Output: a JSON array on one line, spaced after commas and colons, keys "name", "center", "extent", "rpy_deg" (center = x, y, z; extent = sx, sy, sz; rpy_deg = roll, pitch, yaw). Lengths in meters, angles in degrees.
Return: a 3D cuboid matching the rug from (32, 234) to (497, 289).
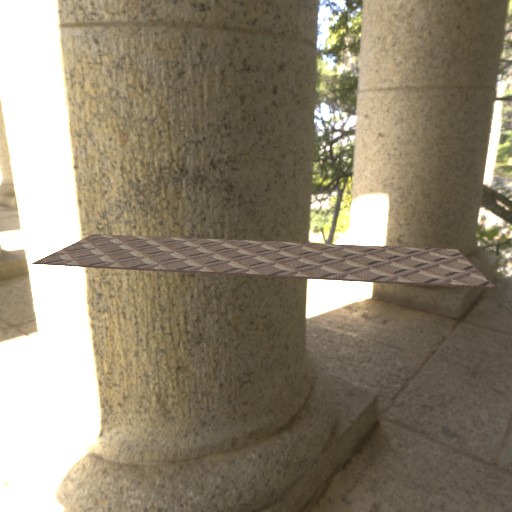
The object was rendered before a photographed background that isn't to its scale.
[{"name": "rug", "center": [0.000, 0.000, 2.612], "extent": [2.437, 0.013, 0.685], "rpy_deg": [3, 17, 9]}]
